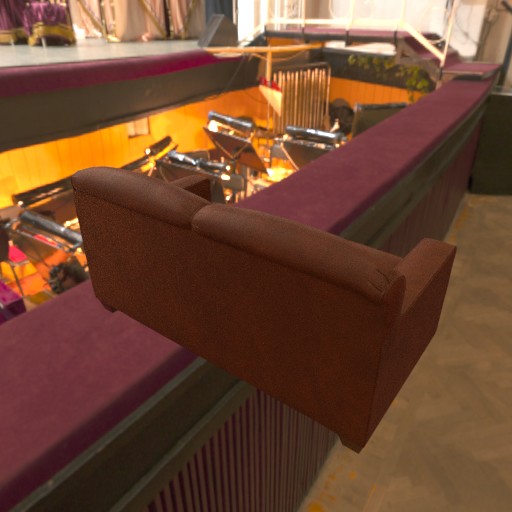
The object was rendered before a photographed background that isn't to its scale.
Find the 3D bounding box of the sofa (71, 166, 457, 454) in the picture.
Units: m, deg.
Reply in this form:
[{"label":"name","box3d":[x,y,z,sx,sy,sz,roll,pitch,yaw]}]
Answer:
[{"label":"sofa","box3d":[0.000,0.000,2.453,1.856,0.966,1.000,20,35,32]}]
